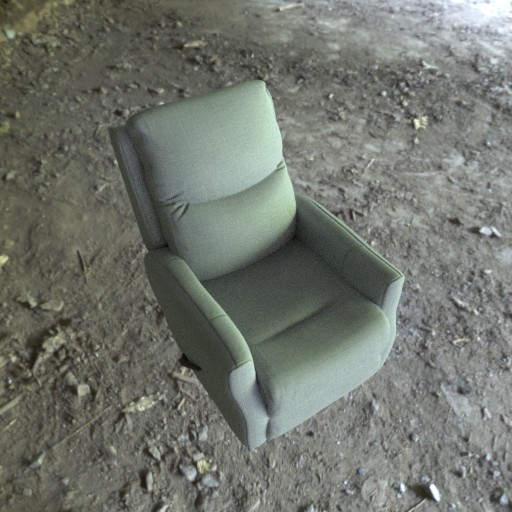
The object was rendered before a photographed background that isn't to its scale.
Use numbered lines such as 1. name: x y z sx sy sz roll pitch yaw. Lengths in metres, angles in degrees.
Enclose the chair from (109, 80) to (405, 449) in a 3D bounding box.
1. chair: 0.000 0.000 1.784 0.829 1.030 1.080 -24 51 -22
